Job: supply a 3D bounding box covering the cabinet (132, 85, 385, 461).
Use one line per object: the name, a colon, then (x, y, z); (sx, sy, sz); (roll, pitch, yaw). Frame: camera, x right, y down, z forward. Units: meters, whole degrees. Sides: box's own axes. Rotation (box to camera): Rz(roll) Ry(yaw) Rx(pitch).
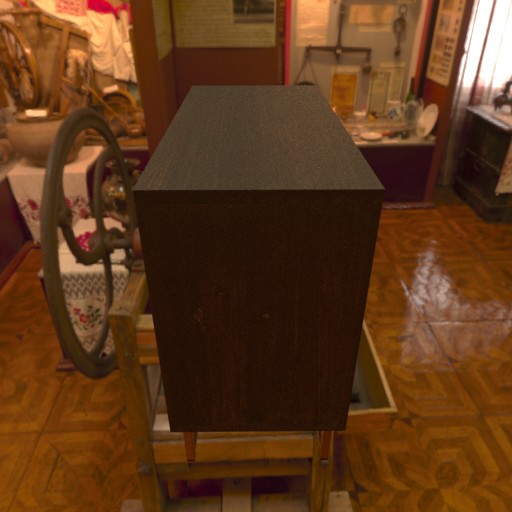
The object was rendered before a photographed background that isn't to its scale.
cabinet: (0.000, 0.000, 1.419); (0.451, 0.860, 0.950); (0, 32, 0)
